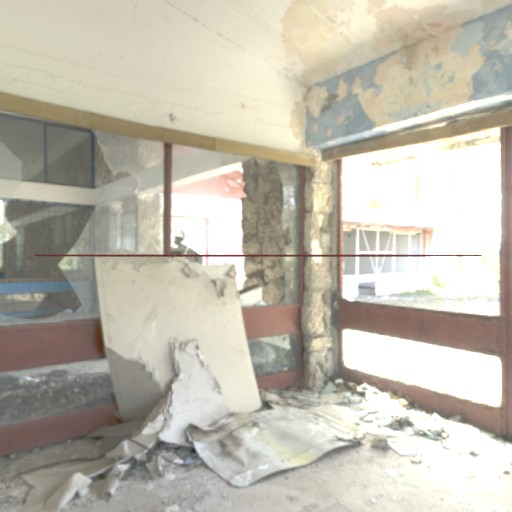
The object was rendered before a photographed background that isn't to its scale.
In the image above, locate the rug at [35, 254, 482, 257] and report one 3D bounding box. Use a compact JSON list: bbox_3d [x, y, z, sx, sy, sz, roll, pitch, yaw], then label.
[{"bbox_3d":[0.000,0.000,4.203,3.053,0.013,2.387,0,0,-2],"label":"rug"}]
